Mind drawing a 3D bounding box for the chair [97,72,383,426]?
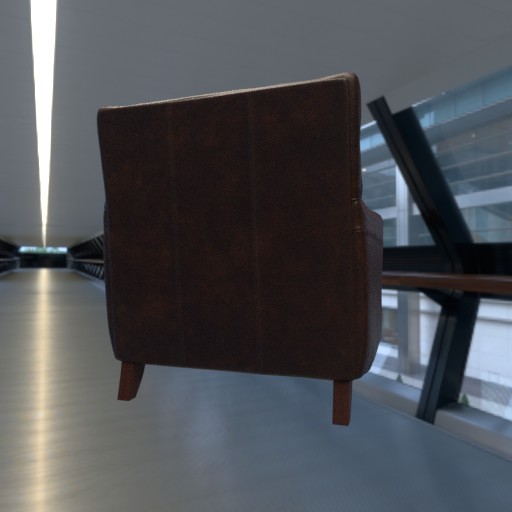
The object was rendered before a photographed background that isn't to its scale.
[{"bbox_3d":[0.000,0.000,1.631,0.870,0.943,0.823,-1,-2,19],"label":"chair"}]
